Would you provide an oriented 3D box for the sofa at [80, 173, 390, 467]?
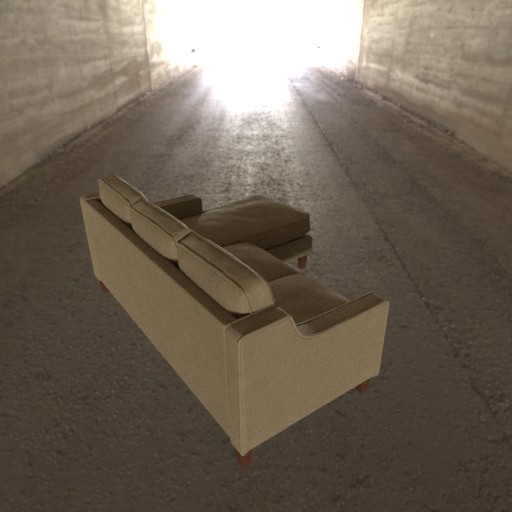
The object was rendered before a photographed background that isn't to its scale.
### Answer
[{"bbox_3d":[0.000,0.000,3.364,1.858,1.066,2.317,-18,32,-32],"label":"sofa"}]
